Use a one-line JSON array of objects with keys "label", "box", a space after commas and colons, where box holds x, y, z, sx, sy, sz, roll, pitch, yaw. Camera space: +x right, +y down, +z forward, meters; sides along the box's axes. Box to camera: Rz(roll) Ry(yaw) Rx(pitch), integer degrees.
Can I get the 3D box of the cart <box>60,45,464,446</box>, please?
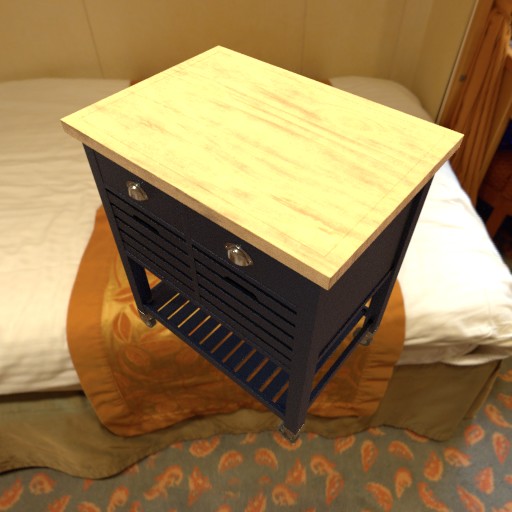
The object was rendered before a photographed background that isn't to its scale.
[{"label": "cart", "box": [0.000, 0.000, 1.401, 0.797, 0.920, 0.567, 32, 55, 26]}]
